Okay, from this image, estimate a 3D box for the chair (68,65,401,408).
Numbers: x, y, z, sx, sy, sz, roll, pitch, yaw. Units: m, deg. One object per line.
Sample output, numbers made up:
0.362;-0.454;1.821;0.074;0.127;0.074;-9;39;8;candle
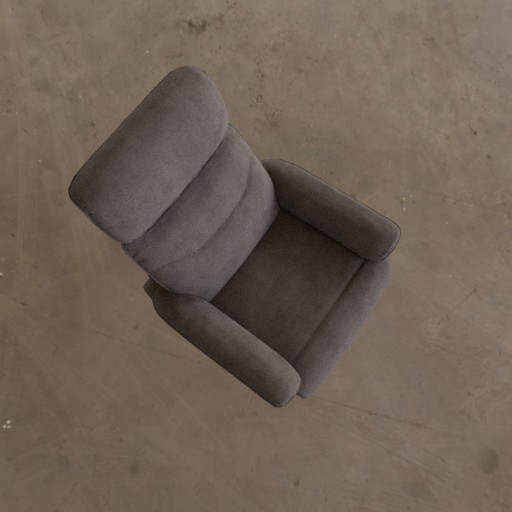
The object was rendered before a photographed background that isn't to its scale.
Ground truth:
0.000;0.000;1.738;1.009;1.036;0.830;35;77;9;chair
